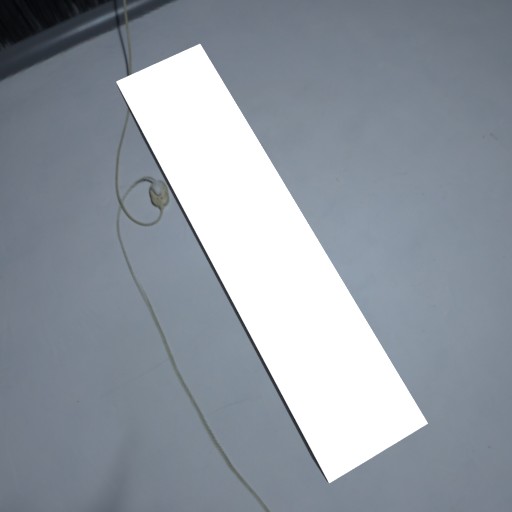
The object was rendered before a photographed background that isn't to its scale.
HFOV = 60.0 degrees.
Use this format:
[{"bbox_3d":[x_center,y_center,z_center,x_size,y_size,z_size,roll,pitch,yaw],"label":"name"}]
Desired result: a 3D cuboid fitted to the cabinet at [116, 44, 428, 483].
[{"bbox_3d":[0.000,0.000,2.501,0.499,0.779,2.198,-28,77,-7],"label":"cabinet"}]
